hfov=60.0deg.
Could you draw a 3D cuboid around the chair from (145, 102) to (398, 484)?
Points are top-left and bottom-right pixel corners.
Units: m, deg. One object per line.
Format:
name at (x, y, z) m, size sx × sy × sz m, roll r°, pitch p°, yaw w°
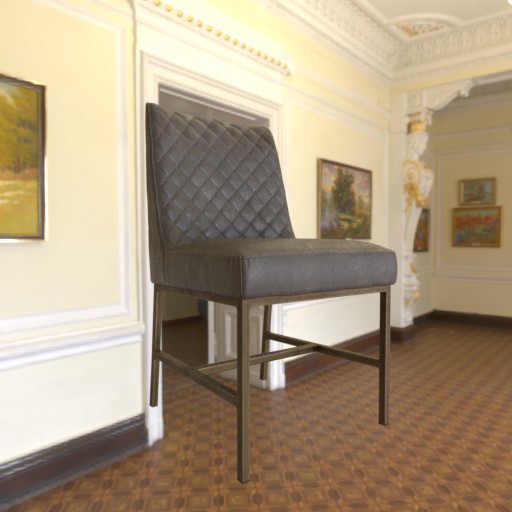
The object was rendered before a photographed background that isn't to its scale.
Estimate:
chair at (0.000, 0.000, 1.233) m, size 0.508 × 0.889 × 0.587 m, roll -2°, pitch 3°, yaw -37°
